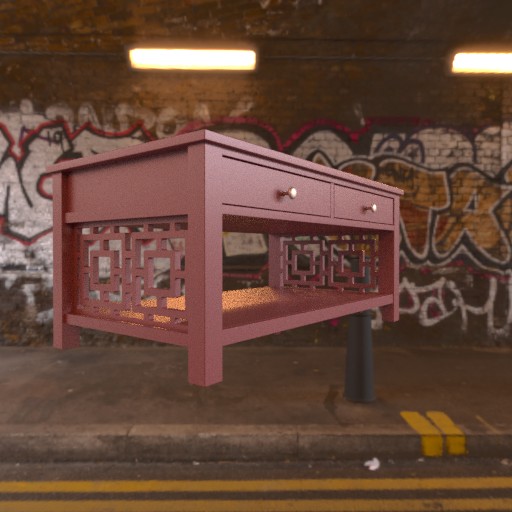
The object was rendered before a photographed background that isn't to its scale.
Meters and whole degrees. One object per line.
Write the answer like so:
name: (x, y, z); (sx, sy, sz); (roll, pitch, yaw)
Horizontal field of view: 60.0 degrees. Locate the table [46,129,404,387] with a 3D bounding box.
table: (0.000, 0.000, 1.437); (0.612, 0.493, 1.068); (1, 1, 38)
